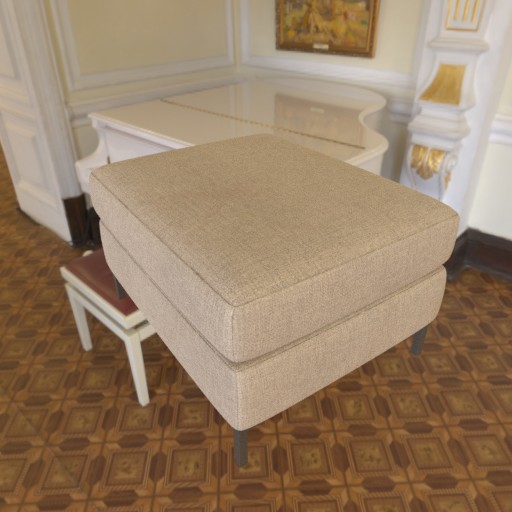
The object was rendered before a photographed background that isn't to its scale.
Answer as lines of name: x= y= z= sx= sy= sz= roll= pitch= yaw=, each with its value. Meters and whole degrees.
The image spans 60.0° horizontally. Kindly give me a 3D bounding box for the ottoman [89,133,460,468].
ottoman: x=0.000 y=0.000 z=1.258 sx=0.671 sy=0.490 sz=0.820 roll=-20 pitch=37 yaw=-29
